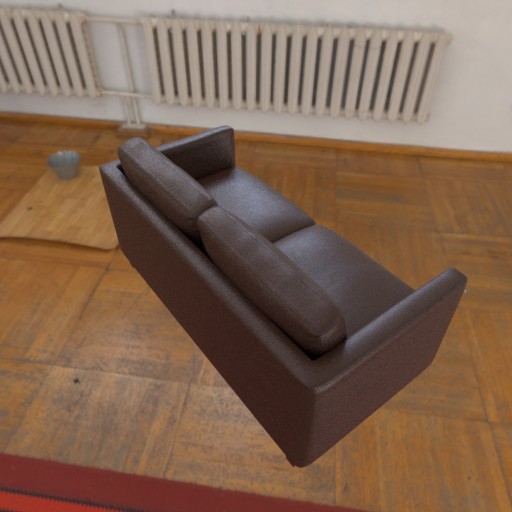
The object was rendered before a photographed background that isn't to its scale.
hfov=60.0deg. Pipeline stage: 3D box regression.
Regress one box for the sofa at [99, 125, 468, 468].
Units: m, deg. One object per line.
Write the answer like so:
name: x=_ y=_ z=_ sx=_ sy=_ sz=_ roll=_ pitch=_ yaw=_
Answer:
sofa: x=0.000 y=0.000 z=2.441 sx=0.951 sy=0.933 sz=1.883 roll=-27 pitch=48 yaw=-27
